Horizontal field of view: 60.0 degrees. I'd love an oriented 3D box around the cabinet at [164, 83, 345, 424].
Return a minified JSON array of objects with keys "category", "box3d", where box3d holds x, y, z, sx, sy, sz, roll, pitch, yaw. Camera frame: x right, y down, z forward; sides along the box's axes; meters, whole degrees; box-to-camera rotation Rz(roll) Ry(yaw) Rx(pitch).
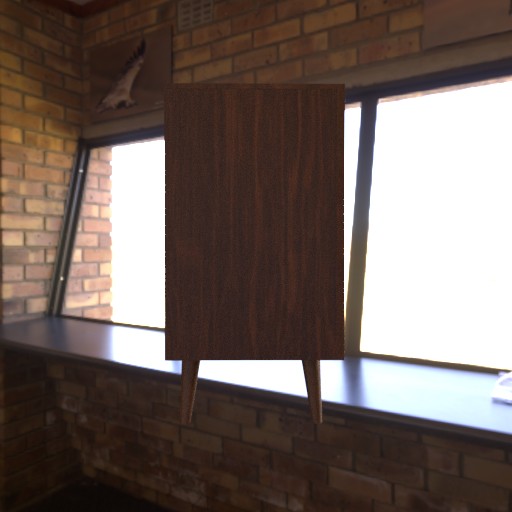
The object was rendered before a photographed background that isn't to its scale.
[{"category":"cabinet","box3d":[0.000,0.000,1.974,0.505,0.940,1.575,0,1,-1]}]
